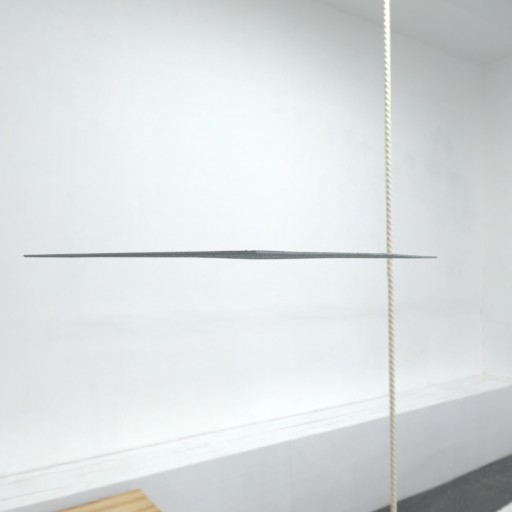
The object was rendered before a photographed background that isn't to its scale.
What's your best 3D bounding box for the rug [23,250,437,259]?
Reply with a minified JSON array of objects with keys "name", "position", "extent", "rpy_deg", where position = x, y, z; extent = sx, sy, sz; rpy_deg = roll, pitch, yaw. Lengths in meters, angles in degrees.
[{"name":"rug","position":[0.000,0.000,4.244],"extent":[2.461,0.046,3.237],"rpy_deg":[-1,-1,38]}]
